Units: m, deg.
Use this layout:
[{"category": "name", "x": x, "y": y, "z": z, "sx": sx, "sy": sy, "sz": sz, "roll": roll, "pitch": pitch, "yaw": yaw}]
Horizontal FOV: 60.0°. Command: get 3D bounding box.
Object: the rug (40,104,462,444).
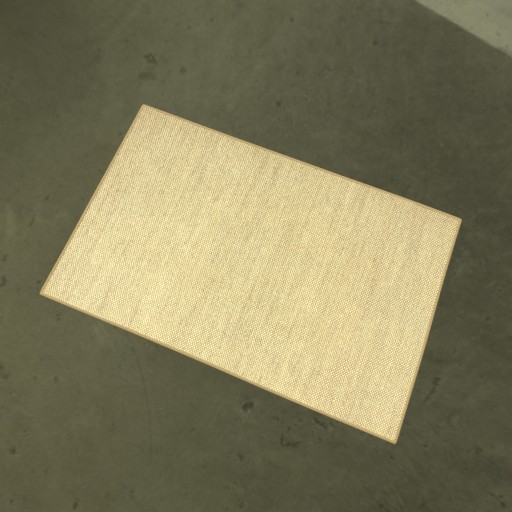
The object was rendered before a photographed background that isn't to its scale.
[{"category": "rug", "x": 0.000, "y": 0.000, "z": 2.032, "sx": 1.667, "sy": 0.013, "sz": 1.062, "roll": 21, "pitch": 75, "yaw": 6}]
